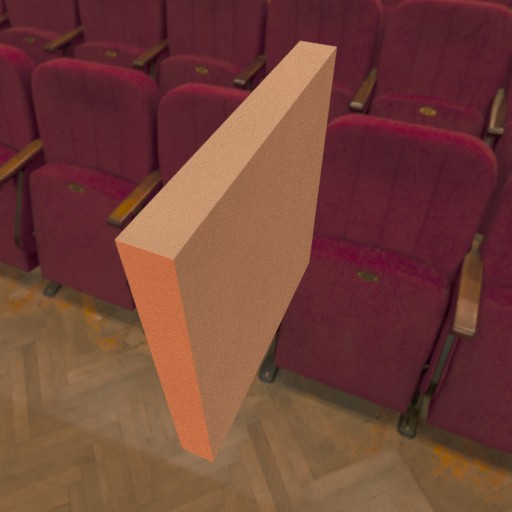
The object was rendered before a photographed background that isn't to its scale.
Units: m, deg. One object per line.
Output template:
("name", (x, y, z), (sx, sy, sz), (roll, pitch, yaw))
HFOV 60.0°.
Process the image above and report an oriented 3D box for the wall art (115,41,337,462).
("wall art", (0.000, 0.000, 0.445), (0.038, 0.305, 0.305), (17, 49, 16))
